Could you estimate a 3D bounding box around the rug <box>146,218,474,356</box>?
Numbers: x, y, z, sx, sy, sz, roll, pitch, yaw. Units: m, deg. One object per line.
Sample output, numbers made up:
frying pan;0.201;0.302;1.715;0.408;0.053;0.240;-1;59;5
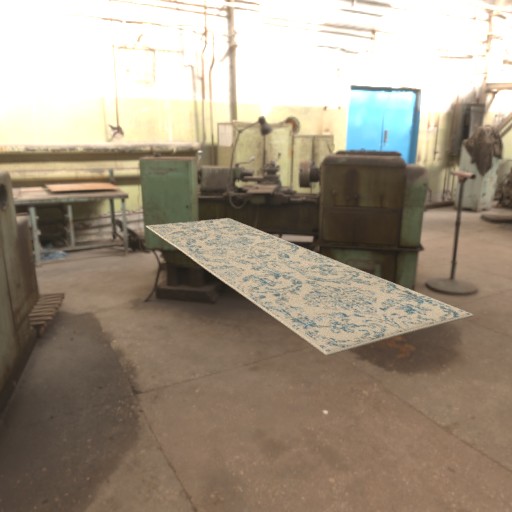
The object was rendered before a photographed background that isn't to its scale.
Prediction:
rug;0.000;0.000;2.416;0.662;0.011;2.196;-8;17;-26
